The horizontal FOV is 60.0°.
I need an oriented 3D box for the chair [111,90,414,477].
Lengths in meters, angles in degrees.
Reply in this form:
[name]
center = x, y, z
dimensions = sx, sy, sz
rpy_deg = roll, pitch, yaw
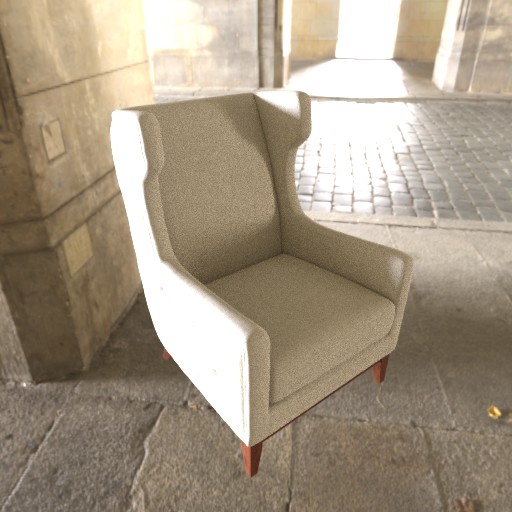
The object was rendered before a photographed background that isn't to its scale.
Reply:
[chair]
center = 0.000, 0.000, 1.666
dimensions = 0.778, 1.079, 0.899
rpy_deg = -21, 35, -33
